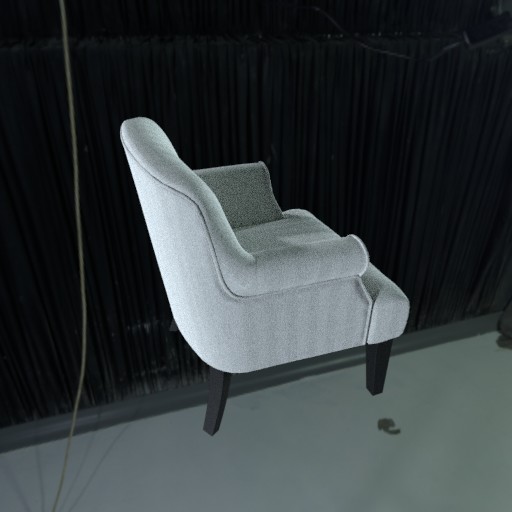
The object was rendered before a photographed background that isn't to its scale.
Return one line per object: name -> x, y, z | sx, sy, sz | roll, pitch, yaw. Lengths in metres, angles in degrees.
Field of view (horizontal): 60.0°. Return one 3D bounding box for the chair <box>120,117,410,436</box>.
chair -> 0.000, 0.000, 1.490 | 0.750, 0.875, 0.781 | -11, 32, -18
